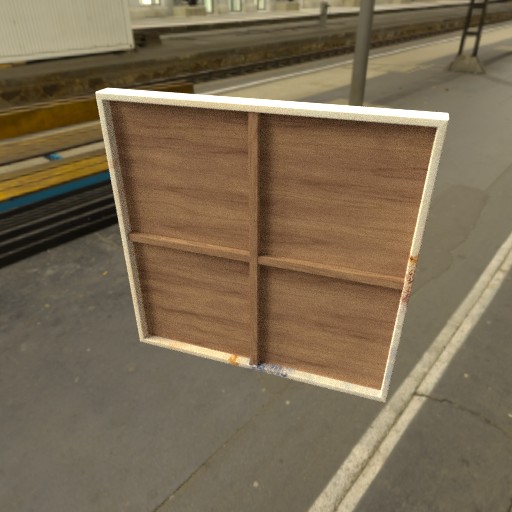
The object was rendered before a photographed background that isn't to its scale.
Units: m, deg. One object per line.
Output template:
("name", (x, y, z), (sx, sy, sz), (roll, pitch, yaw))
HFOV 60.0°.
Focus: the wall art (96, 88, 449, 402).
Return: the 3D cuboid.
("wall art", (0.000, 0.000, 1.575), (1.061, 1.061, 0.071), (10, 33, 16))
